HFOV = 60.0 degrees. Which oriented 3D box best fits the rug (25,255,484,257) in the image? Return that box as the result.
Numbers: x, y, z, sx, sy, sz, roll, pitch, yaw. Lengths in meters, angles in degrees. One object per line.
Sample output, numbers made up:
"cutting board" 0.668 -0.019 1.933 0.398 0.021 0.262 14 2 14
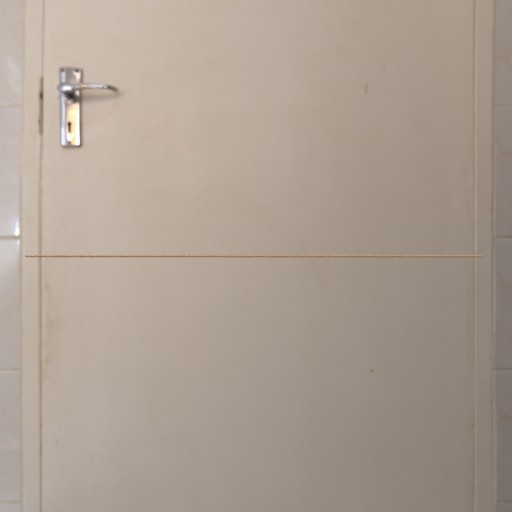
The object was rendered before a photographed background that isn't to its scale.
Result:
"rug" 0.000 0.000 4.108 3.048 0.013 2.439 0 0 2
